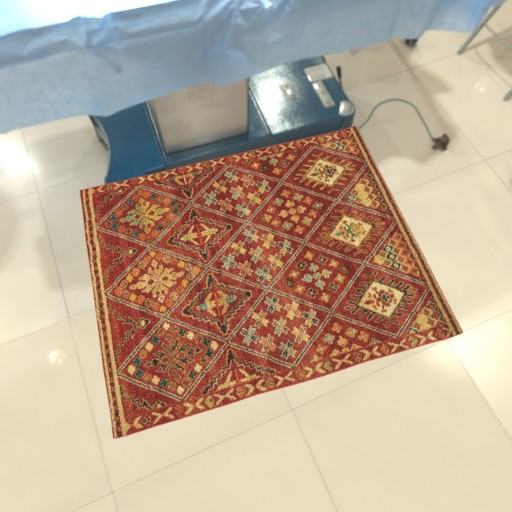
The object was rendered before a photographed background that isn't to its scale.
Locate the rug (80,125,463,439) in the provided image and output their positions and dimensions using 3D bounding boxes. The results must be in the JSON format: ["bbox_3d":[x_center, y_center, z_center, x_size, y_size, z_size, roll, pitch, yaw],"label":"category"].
[{"bbox_3d":[0.000,0.000,4.229,3.086,0.030,2.489,-15,64,-7],"label":"rug"}]
